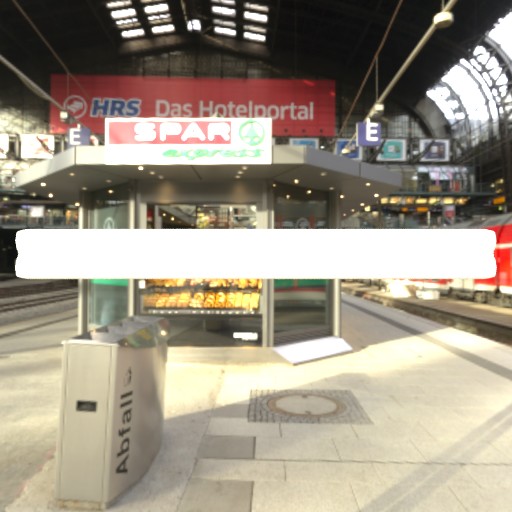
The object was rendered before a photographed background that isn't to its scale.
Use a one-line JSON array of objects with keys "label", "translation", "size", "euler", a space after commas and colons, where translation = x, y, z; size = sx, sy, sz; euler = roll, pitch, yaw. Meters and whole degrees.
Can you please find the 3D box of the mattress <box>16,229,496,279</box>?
[{"label": "mattress", "translation": [0.000, 0.000, 2.195], "size": [1.900, 0.200, 0.900], "euler": [0, -1, 0]}]
